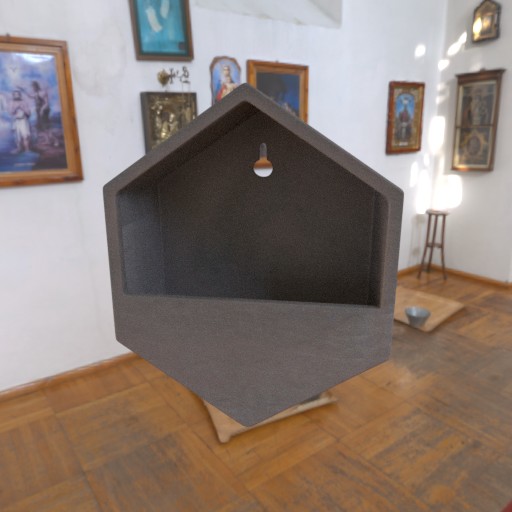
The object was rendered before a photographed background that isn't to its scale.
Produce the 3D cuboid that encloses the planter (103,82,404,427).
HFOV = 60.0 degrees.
[{"bbox_3d":[0.000,0.000,0.293,0.169,0.206,0.077,2,15,8],"label":"planter"}]
